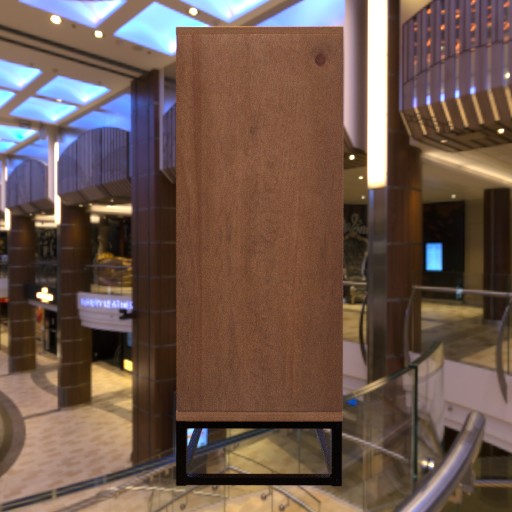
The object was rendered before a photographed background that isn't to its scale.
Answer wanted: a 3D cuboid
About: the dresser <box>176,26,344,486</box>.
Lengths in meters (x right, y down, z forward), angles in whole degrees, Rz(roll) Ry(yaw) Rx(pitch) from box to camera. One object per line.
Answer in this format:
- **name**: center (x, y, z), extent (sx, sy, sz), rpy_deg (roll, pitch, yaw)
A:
- **dresser**: center (0.000, 0.000, 1.573), extent (0.479, 1.240, 0.761), rpy_deg (0, 1, 0)
